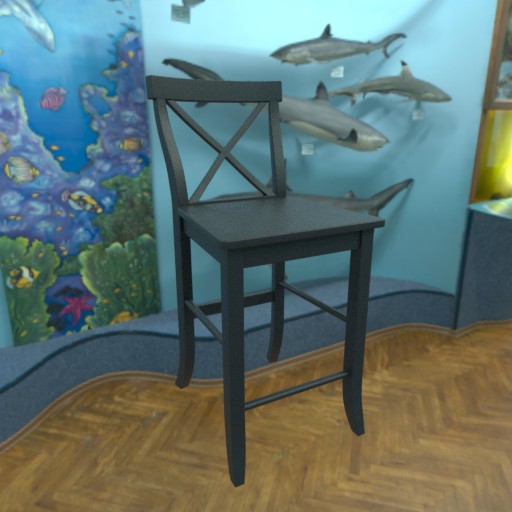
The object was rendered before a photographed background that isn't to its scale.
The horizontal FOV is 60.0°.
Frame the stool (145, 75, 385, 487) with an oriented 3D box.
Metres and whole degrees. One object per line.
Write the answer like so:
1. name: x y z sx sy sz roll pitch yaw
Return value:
1. stool: 0.000 0.000 1.281 0.452 0.989 0.559 -9 19 -27
